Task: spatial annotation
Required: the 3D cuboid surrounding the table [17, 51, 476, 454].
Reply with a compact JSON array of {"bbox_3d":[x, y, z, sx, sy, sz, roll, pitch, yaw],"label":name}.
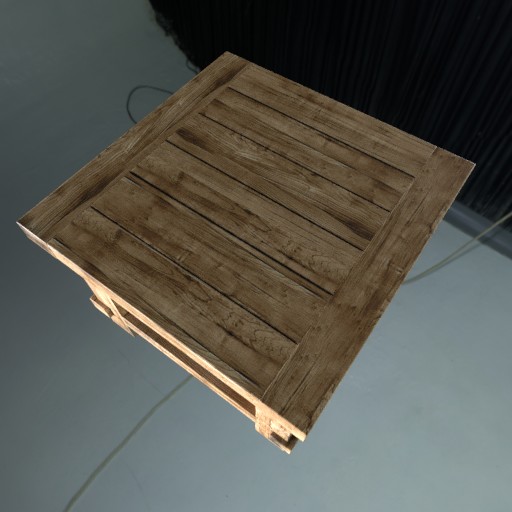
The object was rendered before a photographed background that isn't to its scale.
[{"bbox_3d":[0.000,0.000,1.016,0.610,0.457,0.610,32,64,18],"label":"table"}]
